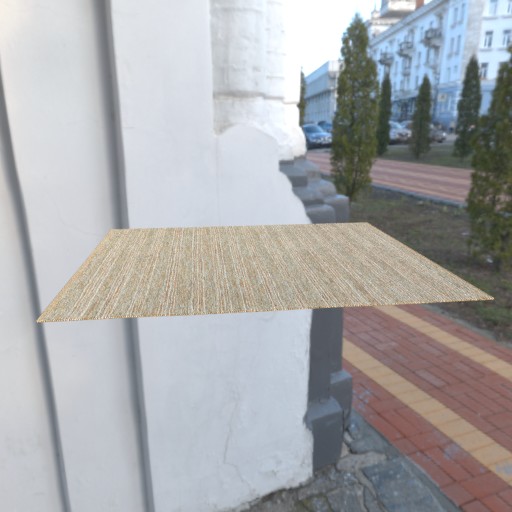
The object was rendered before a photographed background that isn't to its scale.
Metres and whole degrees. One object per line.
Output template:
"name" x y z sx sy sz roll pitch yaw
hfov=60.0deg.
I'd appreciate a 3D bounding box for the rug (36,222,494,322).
"rug" 0.000 0.000 4.068 3.034 0.012 2.471 -2 17 -7
